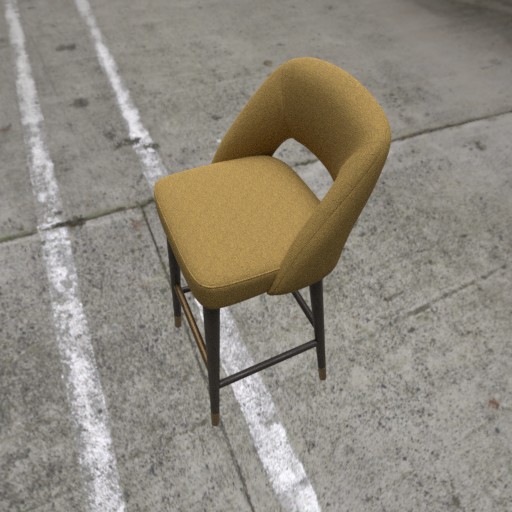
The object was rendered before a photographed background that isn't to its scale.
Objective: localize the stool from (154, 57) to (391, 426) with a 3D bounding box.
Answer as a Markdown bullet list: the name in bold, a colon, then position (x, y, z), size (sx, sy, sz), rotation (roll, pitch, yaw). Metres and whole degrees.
- **stool**: position (0.000, 0.000, 1.350), size (0.522, 1.032, 0.536), rotation (-18, 49, -16)
